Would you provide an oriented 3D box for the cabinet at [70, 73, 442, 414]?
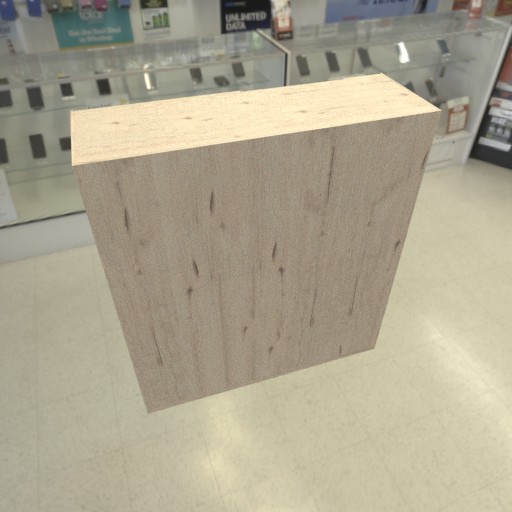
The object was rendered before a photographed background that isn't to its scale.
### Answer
[{"bbox_3d":[0.000,0.000,3.224,2.000,2.180,0.660,-12,42,-14],"label":"cabinet"}]
